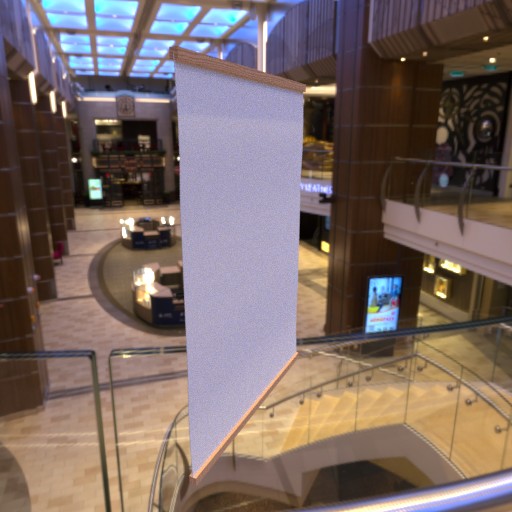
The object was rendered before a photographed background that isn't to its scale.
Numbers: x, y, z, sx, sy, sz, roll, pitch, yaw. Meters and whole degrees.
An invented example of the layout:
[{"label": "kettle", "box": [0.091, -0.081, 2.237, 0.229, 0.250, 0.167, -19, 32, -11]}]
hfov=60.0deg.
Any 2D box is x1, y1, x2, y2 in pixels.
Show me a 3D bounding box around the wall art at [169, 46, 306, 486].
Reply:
[{"label": "wall art", "box": [0.000, 0.000, 1.307, 0.020, 1.016, 0.739, 7, 17, 25]}]
